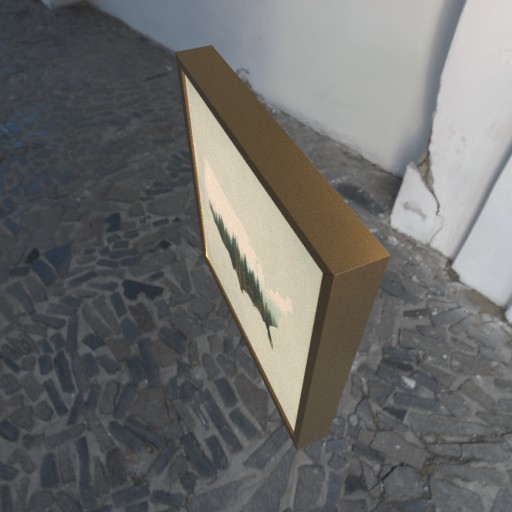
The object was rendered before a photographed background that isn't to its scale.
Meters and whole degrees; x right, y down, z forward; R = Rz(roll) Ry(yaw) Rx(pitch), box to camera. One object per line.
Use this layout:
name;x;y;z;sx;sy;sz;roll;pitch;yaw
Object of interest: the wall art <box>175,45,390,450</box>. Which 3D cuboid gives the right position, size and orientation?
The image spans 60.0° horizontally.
wall art;0.000;0.000;0.461;0.038;0.304;0.304;-18;52;-15
